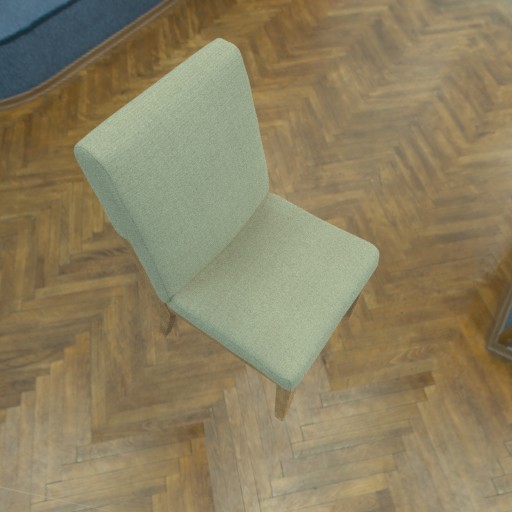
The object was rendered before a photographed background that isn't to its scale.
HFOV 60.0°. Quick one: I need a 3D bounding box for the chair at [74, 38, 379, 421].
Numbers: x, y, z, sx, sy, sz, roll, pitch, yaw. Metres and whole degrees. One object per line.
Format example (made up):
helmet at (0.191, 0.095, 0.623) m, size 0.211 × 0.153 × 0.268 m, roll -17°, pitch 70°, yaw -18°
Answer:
chair at (0.000, 0.000, 1.269) m, size 0.586 × 0.911 × 0.507 m, roll 31°, pitch 62°, yaw 18°
